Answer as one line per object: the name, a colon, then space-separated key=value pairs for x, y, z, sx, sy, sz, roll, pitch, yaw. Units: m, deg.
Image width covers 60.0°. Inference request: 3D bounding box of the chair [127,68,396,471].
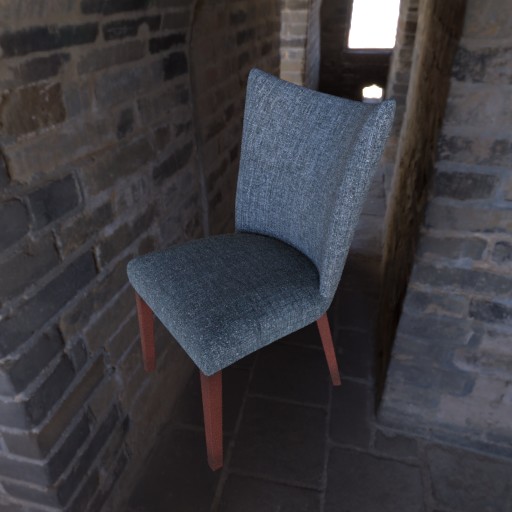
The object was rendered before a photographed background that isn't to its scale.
chair: x=0.000 y=0.000 z=1.282 sx=0.623 sy=0.924 sz=0.535 roll=-20 pitch=36 yaw=-30
